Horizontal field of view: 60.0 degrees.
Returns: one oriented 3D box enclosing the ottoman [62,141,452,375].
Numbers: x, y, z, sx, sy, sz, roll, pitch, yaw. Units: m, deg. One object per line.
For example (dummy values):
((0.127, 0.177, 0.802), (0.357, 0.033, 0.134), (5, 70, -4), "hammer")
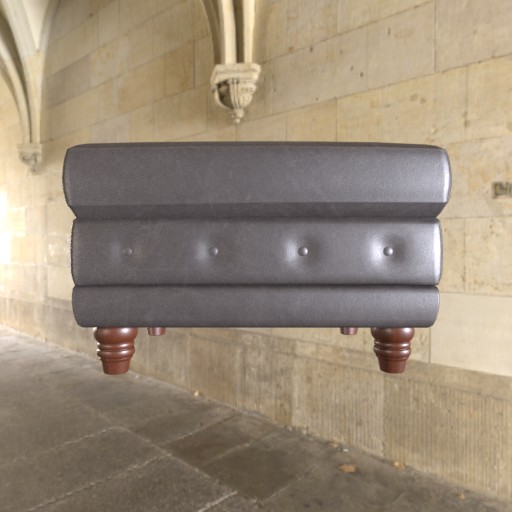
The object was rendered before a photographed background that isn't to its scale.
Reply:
((0.000, 0.000, 1.178), (0.795, 0.498, 0.590), (0, 1, -1), "ottoman")
